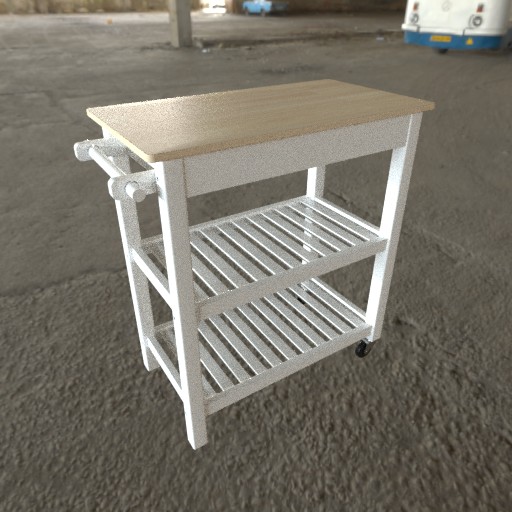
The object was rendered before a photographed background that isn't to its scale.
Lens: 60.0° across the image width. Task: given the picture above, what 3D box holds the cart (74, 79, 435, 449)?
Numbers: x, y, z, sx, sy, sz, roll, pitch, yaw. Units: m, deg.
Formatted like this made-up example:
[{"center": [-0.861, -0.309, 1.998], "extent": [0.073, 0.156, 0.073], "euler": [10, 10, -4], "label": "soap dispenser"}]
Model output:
[{"center": [0.000, 0.000, 1.422], "extent": [0.899, 0.927, 0.457], "euler": [-18, 36, -27], "label": "cart"}]
